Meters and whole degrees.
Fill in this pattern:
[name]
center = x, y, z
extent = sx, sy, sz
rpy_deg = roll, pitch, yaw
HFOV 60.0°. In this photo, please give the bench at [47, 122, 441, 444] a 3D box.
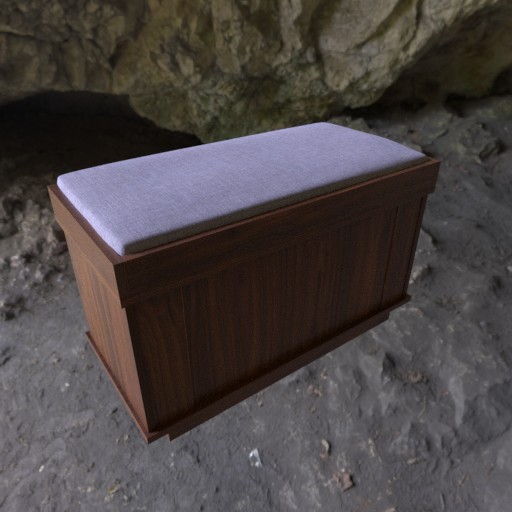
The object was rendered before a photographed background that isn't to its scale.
[bench]
center = 0.000, 0.000, 1.011
extent = 0.734, 0.461, 0.362
rpy_deg = -20, 36, -30
